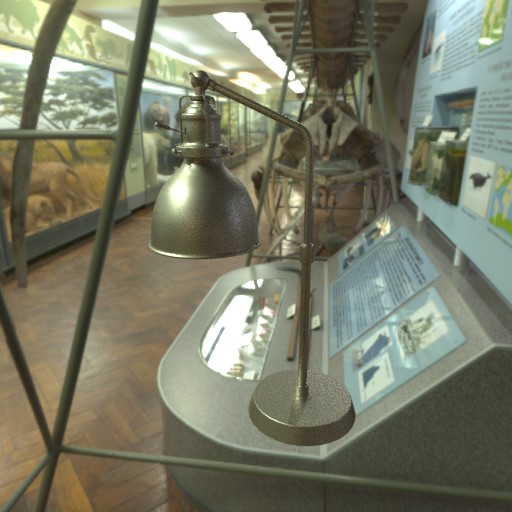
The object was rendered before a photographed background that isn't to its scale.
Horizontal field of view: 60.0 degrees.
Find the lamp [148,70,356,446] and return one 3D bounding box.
[{"bbox_3d":[0.000,0.000,0.584,0.286,0.456,0.153,3,17,9],"label":"lamp"}]
